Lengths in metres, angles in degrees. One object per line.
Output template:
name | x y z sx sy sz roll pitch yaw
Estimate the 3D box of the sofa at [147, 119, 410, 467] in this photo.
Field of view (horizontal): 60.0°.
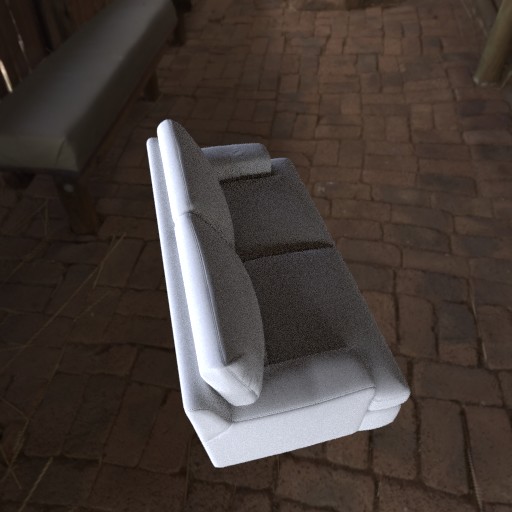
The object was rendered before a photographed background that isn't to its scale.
sofa | 0.000 0.000 2.864 1.143 0.940 2.261 -10 47 -9
